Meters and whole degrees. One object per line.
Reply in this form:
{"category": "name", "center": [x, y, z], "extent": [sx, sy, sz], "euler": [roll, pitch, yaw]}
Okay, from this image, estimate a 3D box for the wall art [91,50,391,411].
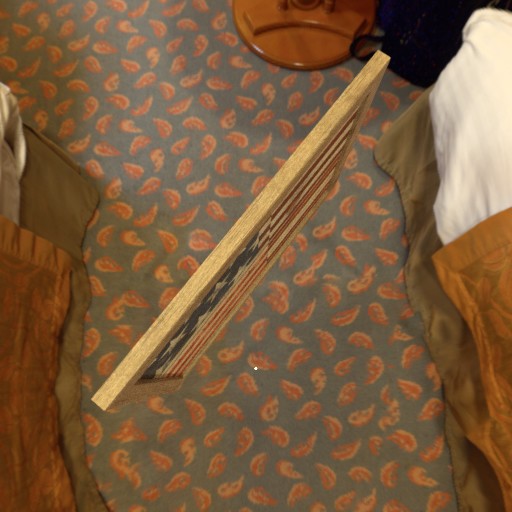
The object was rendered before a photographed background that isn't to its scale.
{"category": "wall art", "center": [0.000, 0.000, 0.916], "extent": [0.026, 0.535, 0.690], "euler": [37, 79, 9]}
